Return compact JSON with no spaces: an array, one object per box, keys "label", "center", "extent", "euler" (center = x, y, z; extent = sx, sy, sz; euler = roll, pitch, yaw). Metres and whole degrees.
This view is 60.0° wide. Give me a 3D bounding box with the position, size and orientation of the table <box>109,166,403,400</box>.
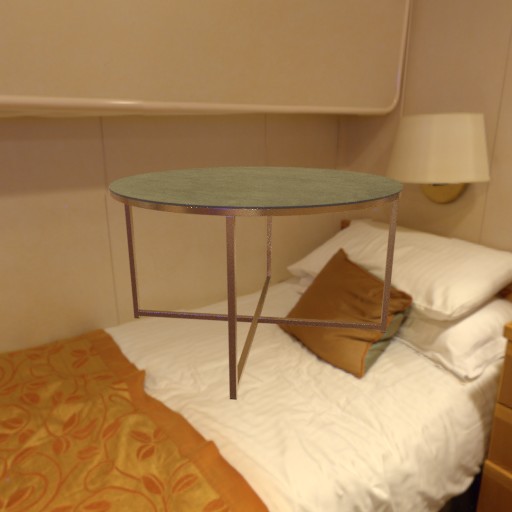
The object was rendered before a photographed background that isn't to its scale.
[{"label":"table","center":[0.000,0.000,1.330],"extent":[0.800,0.450,0.800],"euler":[0,17,0]}]
